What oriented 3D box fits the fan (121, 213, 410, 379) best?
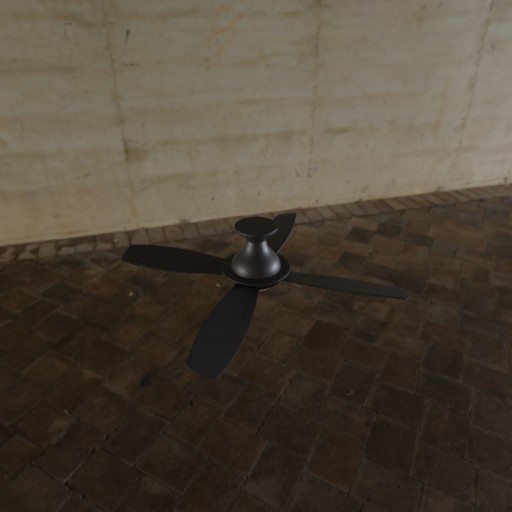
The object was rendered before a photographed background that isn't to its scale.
[{"bbox_3d":[0.000,0.000,2.502,1.694,0.382,1.694,8,31,14],"label":"fan"}]
